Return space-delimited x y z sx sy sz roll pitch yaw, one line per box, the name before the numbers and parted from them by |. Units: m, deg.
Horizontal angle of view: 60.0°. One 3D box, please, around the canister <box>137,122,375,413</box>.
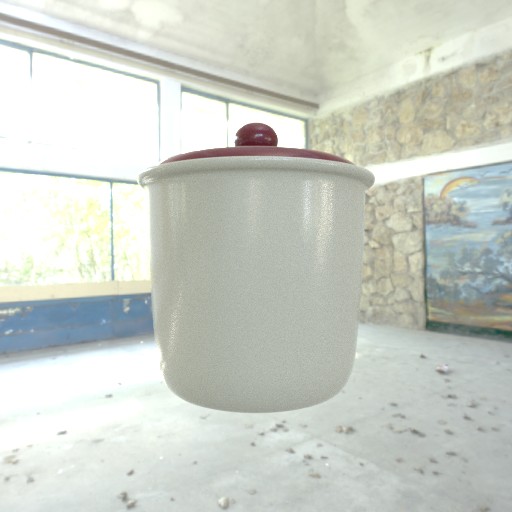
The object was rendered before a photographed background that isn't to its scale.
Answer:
canister | 0.000 0.000 0.350 0.182 0.208 0.182 0 0 0
